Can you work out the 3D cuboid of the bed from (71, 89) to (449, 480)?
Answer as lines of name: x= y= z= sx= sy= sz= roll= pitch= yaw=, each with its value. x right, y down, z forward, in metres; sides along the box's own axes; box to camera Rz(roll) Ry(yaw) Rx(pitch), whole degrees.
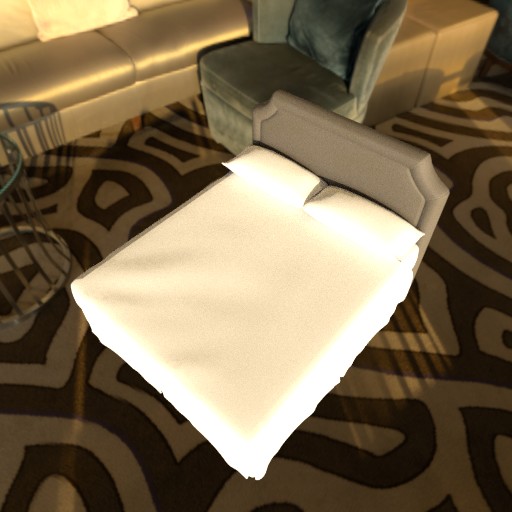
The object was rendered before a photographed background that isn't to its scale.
bed: x=0.000 y=0.000 z=3.874 sx=2.194 sy=1.561 sz=2.536 roll=33 pitch=57 yaw=26
